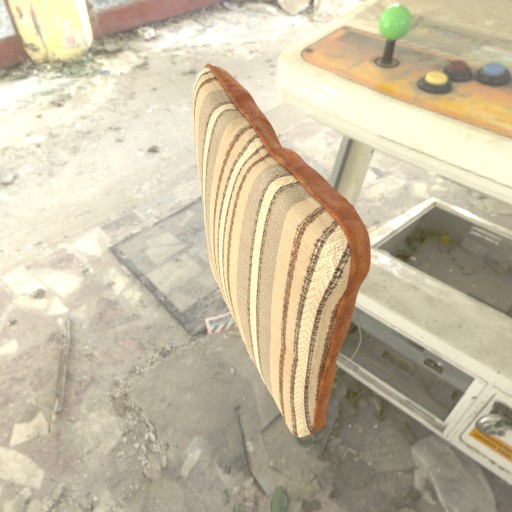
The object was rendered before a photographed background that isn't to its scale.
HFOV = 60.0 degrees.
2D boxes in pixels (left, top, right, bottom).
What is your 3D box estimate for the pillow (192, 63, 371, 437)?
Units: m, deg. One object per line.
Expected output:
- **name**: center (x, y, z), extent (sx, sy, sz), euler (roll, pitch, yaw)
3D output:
- **pillow**: center (0.000, 0.000, 0.757), extent (0.130, 0.490, 0.489), euler (-17, 48, -16)
